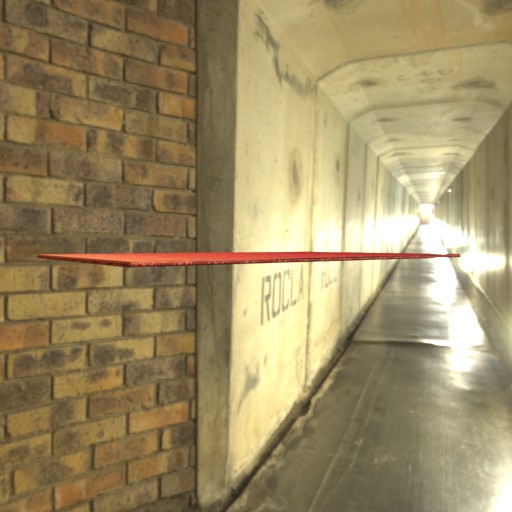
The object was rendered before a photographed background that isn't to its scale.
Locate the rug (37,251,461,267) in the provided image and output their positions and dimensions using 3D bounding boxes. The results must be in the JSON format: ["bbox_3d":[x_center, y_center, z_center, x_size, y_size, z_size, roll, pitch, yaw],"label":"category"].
[{"bbox_3d":[0.000,0.000,2.286,1.835,0.018,1.230,-1,2,-37],"label":"rug"}]
